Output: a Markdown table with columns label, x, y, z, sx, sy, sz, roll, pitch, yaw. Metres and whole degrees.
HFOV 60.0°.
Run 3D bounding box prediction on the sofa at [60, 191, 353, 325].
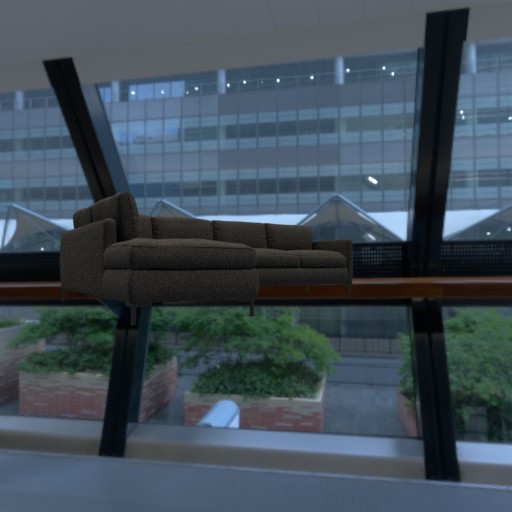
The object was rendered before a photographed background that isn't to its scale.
| label | x | y | z | sx | sy | sz | roll | pitch | yaw |
| --- | --- | --- | --- | --- | --- | --- | --- | --- | --- |
| sofa | 0.000 | 0.000 | 3.954 | 2.949 | 0.815 | 2.007 | 1 | -2 | -34 |
